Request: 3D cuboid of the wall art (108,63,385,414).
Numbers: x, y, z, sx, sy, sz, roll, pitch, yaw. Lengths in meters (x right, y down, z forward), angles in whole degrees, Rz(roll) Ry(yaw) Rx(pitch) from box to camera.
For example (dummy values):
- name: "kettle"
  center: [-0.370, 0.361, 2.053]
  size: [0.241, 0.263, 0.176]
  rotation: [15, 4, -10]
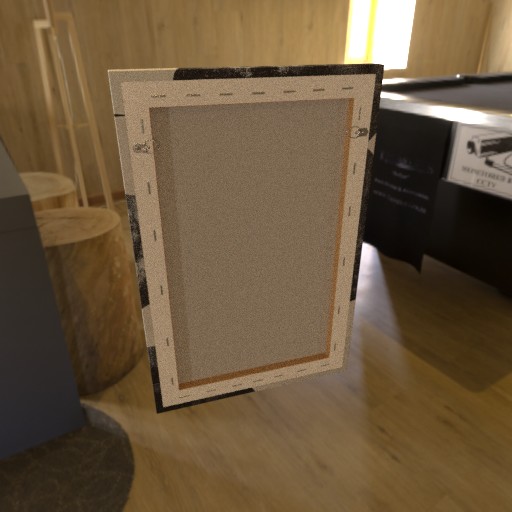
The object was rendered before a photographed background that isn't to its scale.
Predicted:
- name: "wall art"
  center: [0.000, 0.000, 1.162]
  size: [0.610, 0.915, 0.041]
  rotation: [-8, 28, -15]
